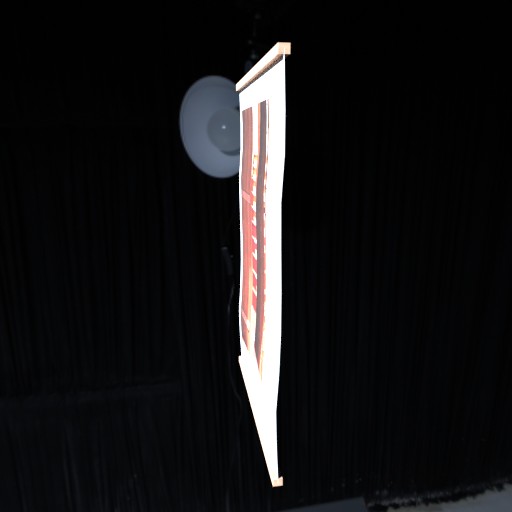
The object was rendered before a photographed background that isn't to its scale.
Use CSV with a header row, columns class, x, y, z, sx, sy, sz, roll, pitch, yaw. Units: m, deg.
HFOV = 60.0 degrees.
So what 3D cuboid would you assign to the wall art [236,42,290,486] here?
class,x,y,z,sx,sy,sz,roll,pitch,yaw
wall art,0.000,0.000,0.648,0.012,0.508,0.332,-2,15,-9
